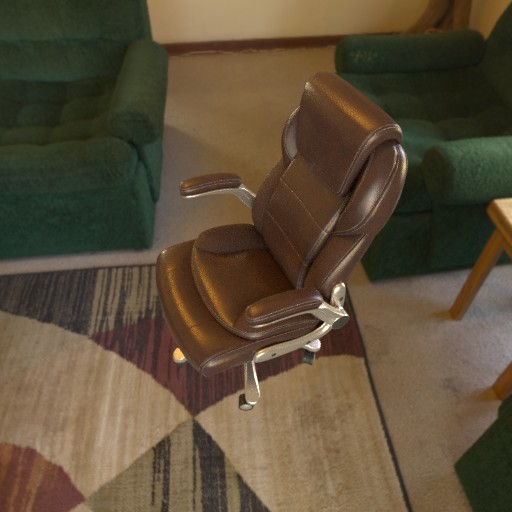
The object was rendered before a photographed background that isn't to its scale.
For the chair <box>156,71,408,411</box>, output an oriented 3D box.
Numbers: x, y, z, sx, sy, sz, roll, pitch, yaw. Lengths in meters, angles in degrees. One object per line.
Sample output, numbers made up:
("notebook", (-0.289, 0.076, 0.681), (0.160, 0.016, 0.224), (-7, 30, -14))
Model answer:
("chair", (0.000, 0.000, 1.663), (0.774, 1.160, 0.733), (-18, 49, -16))
